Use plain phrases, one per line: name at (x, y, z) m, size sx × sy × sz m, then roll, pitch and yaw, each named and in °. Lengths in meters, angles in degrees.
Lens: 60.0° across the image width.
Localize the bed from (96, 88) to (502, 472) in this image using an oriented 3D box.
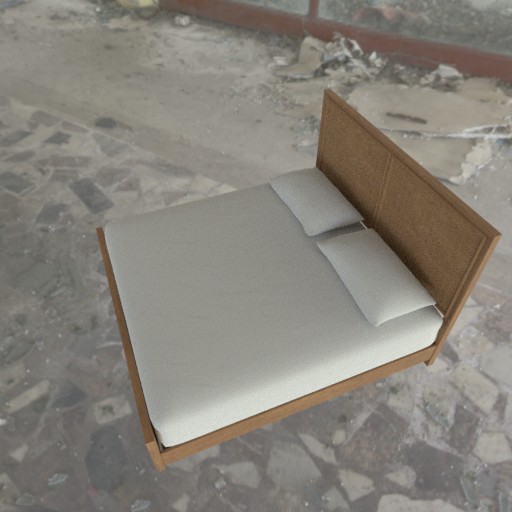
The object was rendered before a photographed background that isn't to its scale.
bed at (0.000, 0.000, 3.355) m, size 2.184 × 1.387 × 2.003 m, roll -16°, pitch 48°, yaw -15°
